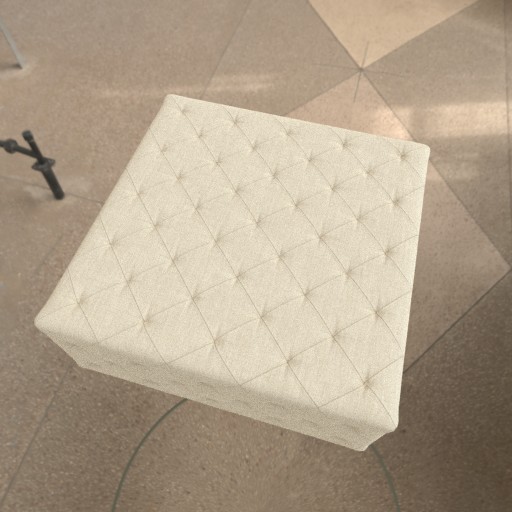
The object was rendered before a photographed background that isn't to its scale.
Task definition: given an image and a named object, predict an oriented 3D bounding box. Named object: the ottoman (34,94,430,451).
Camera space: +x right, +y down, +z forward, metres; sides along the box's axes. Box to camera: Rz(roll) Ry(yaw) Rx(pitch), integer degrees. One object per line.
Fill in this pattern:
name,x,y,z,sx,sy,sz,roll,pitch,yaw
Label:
ottoman,0.000,0.000,1.595,1.028,0.439,1.028,14,60,8
